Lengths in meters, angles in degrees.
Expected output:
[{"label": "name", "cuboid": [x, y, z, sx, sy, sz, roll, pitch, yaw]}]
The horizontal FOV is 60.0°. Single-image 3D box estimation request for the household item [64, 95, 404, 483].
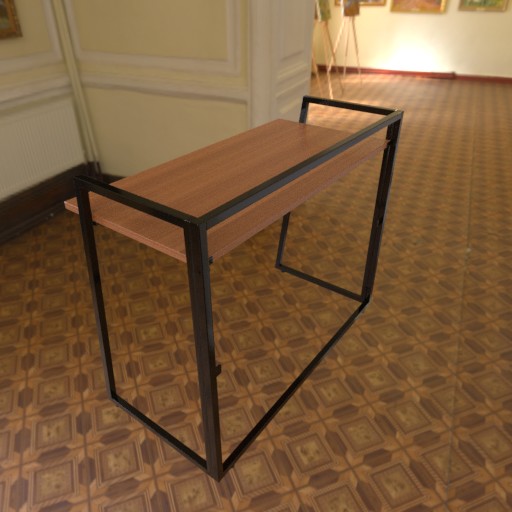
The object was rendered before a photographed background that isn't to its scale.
[{"label": "household item", "cuboid": [0.000, 0.000, 1.547, 0.510, 0.860, 1.050, 22, 38, 30]}]
